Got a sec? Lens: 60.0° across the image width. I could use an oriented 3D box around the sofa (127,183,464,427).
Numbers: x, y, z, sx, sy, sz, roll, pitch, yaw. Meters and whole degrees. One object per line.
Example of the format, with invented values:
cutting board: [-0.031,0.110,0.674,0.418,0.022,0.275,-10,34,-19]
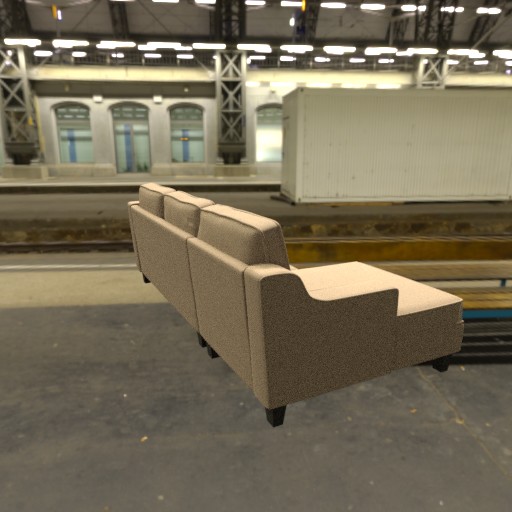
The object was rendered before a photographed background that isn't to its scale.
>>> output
sofa: [0.000,0.000,3.205,1.294,0.928,2.561,-7,16,-26]
